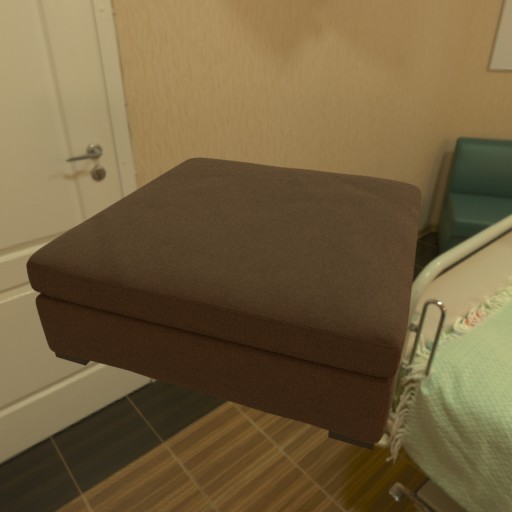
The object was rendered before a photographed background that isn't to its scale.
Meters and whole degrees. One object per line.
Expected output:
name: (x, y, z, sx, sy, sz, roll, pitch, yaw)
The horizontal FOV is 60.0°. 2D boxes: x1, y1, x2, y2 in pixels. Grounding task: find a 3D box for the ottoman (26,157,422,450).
ottoman: (0.000, 0.000, 1.779, 1.181, 0.470, 1.181, 10, 31, 17)
